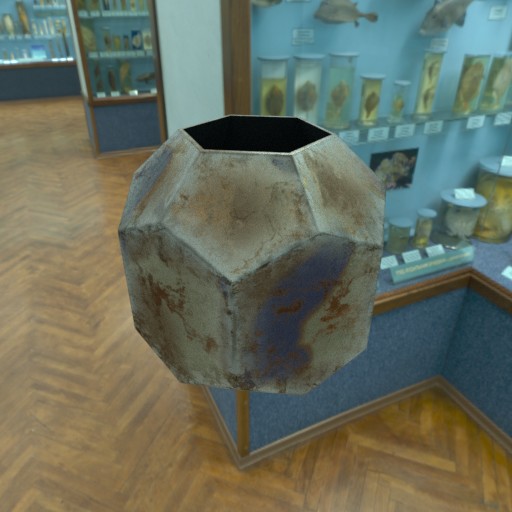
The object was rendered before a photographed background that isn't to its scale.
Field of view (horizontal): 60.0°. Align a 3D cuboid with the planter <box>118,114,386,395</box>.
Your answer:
[{"bbox_3d":[0.000,0.000,0.426,0.243,0.238,0.221,-12,32,-19],"label":"planter"}]
